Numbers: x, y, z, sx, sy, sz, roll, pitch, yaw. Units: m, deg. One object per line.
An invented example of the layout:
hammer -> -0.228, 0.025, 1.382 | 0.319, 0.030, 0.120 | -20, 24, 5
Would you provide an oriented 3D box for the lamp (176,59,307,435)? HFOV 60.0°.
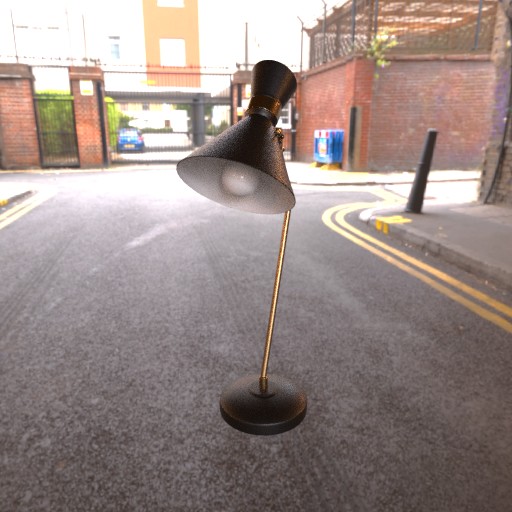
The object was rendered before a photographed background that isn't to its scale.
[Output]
lamp -> 0.000, 0.000, 0.772 | 0.189, 0.647, 0.292 | 8, 18, 26
